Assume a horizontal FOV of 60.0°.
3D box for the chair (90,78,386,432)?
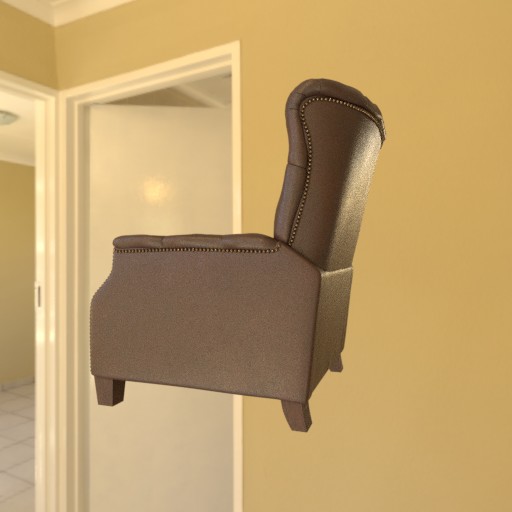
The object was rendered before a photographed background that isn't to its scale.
[{"bbox_3d":[0.000,0.000,1.476,0.823,0.864,0.709,0,0,19],"label":"chair"}]
